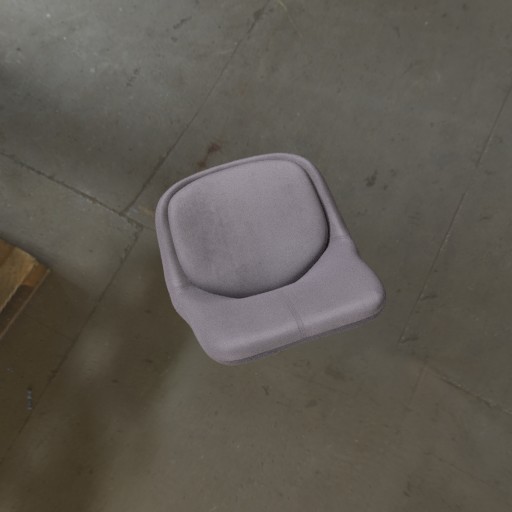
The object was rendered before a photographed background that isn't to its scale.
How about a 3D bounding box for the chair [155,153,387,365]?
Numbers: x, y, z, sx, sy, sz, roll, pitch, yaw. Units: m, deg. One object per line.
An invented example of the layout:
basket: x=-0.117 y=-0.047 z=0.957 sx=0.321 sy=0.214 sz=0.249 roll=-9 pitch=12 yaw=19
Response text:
chair: x=0.000 y=0.000 z=1.204 sx=0.483 sy=0.865 sz=0.547 roll=-17 pitch=76 yaw=-4
